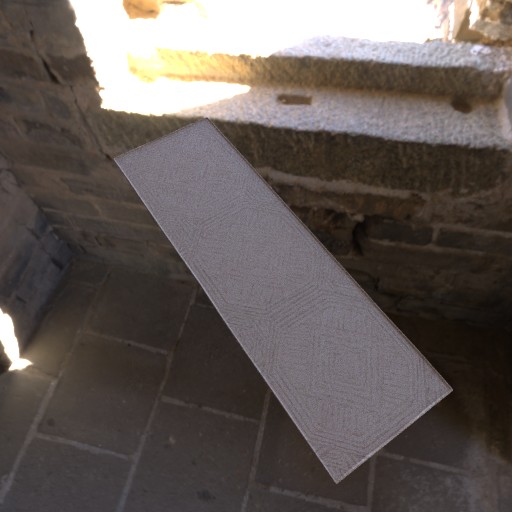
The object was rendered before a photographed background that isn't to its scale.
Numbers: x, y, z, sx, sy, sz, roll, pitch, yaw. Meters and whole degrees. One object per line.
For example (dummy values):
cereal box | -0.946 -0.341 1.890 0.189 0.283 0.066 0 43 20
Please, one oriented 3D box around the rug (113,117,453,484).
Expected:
rug | 0.000 0.000 2.679 0.775 0.012 2.452 -30 63 -17
